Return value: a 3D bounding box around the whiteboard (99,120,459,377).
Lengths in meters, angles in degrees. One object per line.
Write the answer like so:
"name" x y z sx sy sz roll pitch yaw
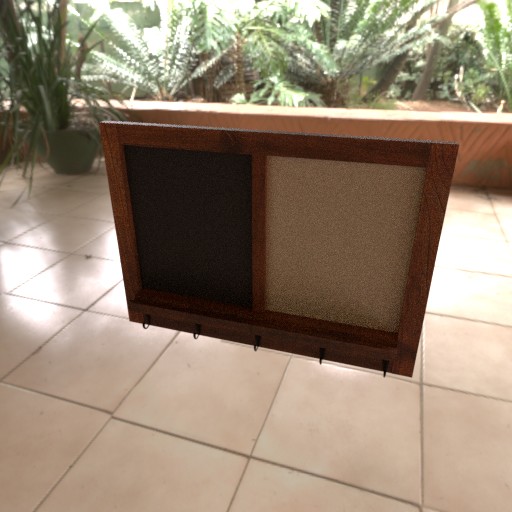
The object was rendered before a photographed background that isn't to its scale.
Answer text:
"whiteboard" 0.000 0.000 1.022 0.768 0.553 0.083 8 28 16
